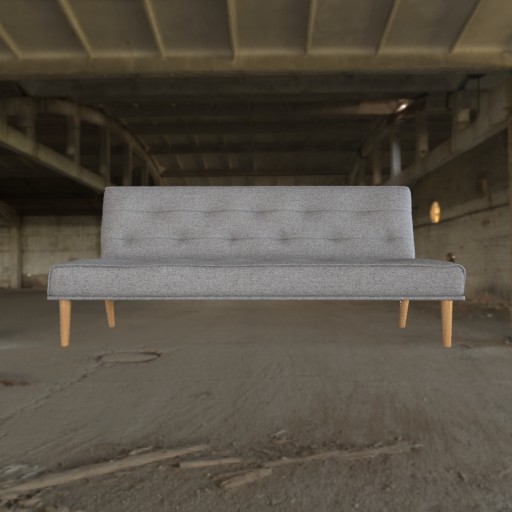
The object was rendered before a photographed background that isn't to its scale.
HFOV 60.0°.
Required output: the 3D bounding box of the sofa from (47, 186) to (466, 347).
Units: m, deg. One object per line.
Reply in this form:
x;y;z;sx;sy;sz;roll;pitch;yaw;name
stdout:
0.000;0.000;2.304;1.820;0.830;0.810;0;-1;1;sofa
